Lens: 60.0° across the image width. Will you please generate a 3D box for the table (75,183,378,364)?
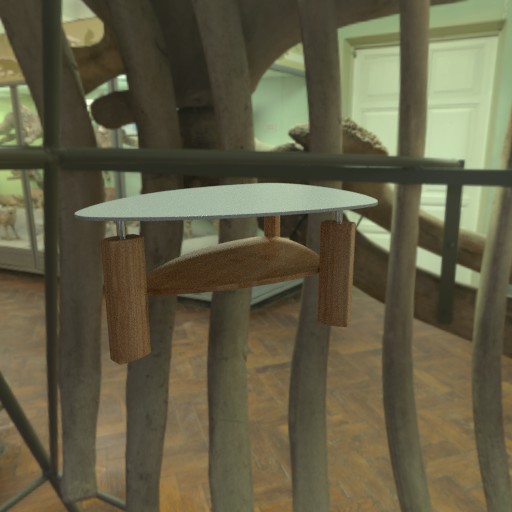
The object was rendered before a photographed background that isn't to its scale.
[{"bbox_3d":[0.000,0.000,1.648,0.850,0.440,1.250,7,15,26],"label":"table"}]
